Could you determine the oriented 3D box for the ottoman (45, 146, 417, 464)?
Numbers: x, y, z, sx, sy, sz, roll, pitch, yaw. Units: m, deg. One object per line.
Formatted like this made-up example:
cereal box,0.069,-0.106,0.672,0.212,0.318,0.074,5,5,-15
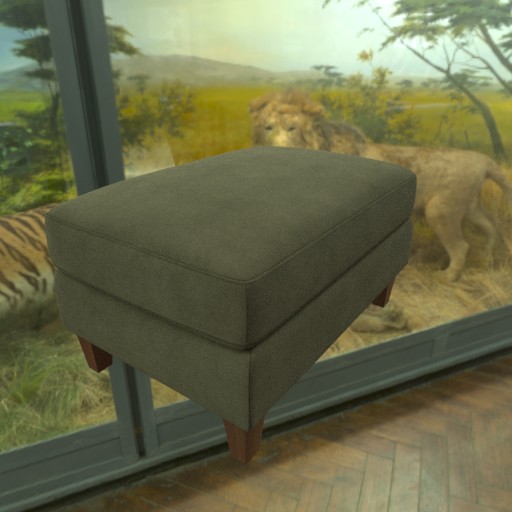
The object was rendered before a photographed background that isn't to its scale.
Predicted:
ottoman,0.000,0.000,1.192,0.584,0.483,0.864,17,30,32
